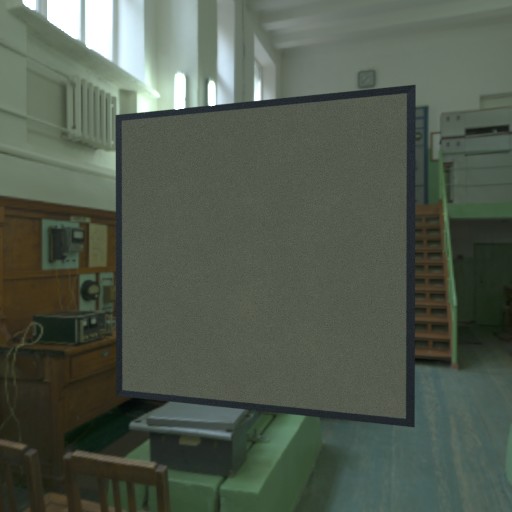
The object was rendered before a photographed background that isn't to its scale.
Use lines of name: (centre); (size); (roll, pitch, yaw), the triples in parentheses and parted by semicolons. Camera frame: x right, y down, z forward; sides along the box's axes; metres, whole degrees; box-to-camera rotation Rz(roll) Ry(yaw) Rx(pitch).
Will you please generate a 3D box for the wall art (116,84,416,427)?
wall art: (0.000, 0.000, 0.449); (0.302, 0.300, 0.036); (0, 0, 16)
